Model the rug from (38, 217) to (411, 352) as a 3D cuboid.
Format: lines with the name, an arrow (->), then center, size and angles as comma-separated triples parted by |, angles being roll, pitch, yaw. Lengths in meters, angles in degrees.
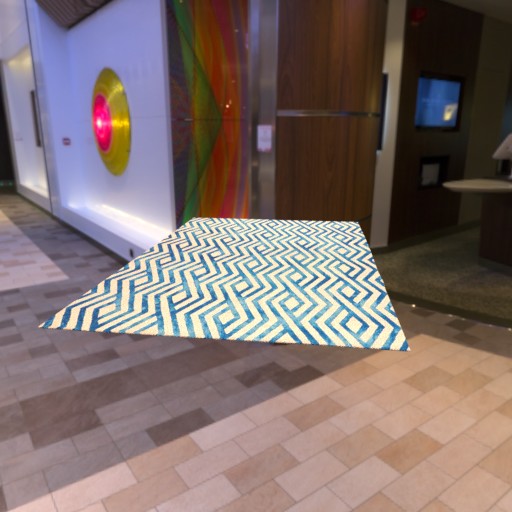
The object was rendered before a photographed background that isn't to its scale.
rug -> 0.000, 0.000, 2.937 | 1.531, 0.008, 2.439 | 2, 16, 8
